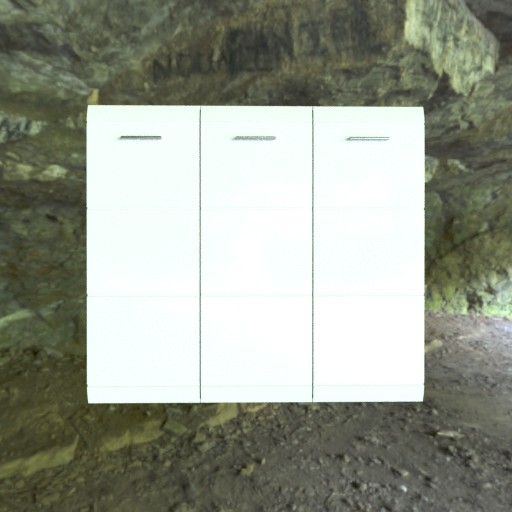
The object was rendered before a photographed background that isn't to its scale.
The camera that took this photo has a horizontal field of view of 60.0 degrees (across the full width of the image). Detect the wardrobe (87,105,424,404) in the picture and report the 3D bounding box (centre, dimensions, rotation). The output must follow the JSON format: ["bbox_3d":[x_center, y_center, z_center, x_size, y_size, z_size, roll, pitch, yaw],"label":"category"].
[{"bbox_3d":[0.000,0.000,1.913,1.340,1.200,0.360,0,0,-1],"label":"wardrobe"}]
